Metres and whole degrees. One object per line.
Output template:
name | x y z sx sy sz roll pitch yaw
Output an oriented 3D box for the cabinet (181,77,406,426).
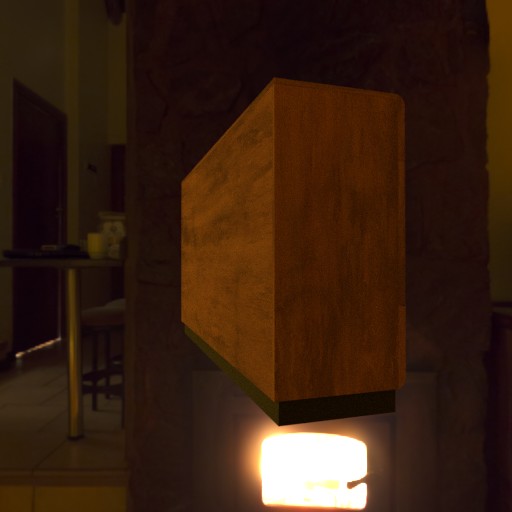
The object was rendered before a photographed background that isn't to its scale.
cabinet | 0.000 0.000 1.959 0.420 0.900 1.600 0 -1 -18
